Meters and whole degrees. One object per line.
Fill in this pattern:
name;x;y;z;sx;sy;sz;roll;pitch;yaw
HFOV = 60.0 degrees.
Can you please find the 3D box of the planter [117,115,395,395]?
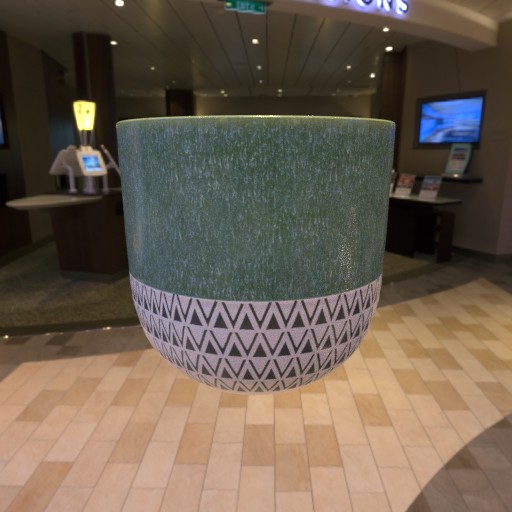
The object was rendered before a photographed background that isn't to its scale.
planter;0.000;0.000;0.474;0.266;0.270;0.266;0;14;0
